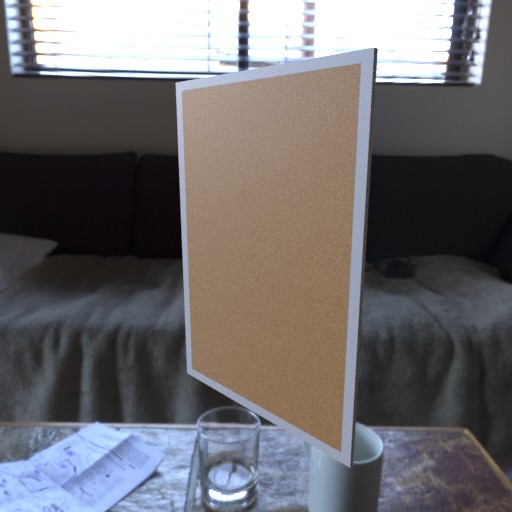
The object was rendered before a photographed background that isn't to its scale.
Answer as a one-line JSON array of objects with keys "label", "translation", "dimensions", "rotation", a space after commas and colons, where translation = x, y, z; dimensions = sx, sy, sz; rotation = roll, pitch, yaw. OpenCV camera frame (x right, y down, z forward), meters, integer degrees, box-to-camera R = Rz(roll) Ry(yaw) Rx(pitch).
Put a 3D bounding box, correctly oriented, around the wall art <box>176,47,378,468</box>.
[{"label": "wall art", "translation": [0.000, 0.000, 1.193], "dimensions": [0.013, 0.940, 0.659], "rotation": [-13, 19, -43]}]
